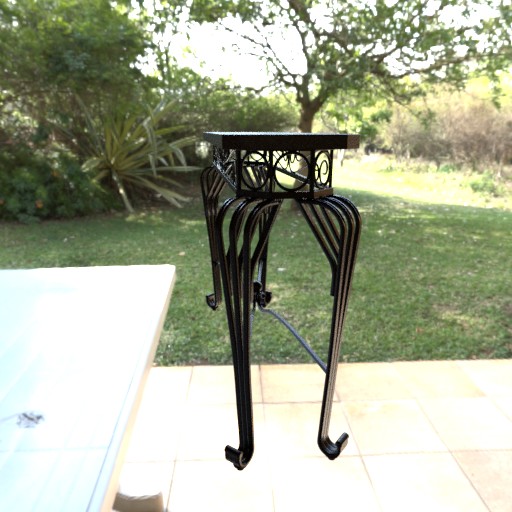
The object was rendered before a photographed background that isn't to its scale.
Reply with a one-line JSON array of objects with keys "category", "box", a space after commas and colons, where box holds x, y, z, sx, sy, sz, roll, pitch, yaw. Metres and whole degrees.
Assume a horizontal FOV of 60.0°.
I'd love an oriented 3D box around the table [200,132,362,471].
[{"category": "table", "box": [0.000, 0.000, 1.495, 0.329, 0.800, 1.112, -2, 16, -8]}]
